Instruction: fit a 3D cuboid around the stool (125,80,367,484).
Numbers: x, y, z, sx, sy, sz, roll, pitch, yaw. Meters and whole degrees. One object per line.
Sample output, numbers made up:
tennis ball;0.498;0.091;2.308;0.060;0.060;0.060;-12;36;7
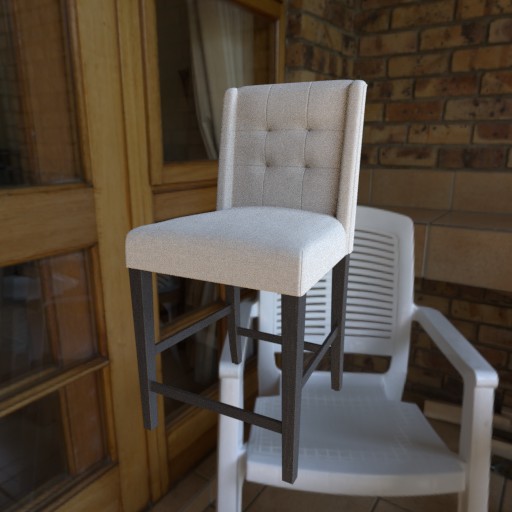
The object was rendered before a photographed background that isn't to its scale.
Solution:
stool;0.000;0.000;1.216;0.474;0.939;0.509;8;16;27
